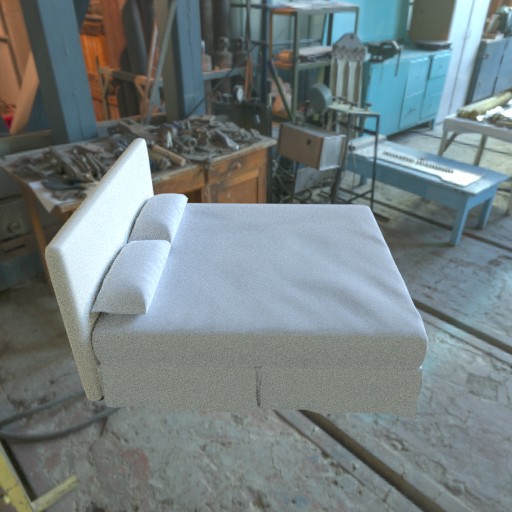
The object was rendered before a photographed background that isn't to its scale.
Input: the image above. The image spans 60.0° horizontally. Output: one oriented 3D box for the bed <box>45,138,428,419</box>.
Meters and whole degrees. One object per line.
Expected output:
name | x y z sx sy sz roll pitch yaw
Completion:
bed | 0.000 0.000 3.595 2.341 1.317 2.119 1 32 1
